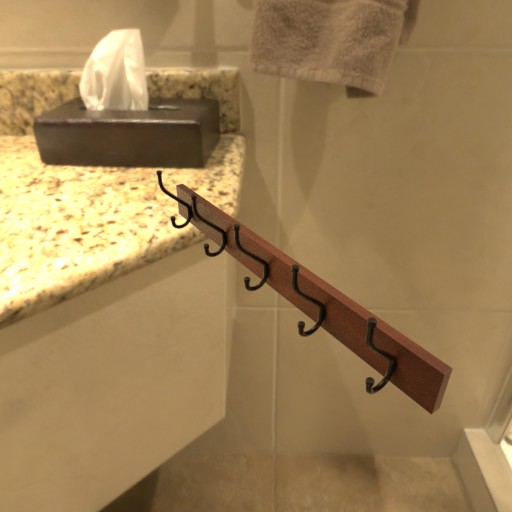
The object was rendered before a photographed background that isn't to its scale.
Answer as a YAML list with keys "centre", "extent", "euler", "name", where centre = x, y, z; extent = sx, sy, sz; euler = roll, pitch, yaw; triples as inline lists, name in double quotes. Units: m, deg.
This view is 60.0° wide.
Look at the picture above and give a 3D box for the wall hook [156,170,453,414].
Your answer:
- centre: [0.000, 0.000, 0.619]
  extent: [0.071, 0.117, 0.571]
  euler: [-21, 38, -30]
  name: "wall hook"
